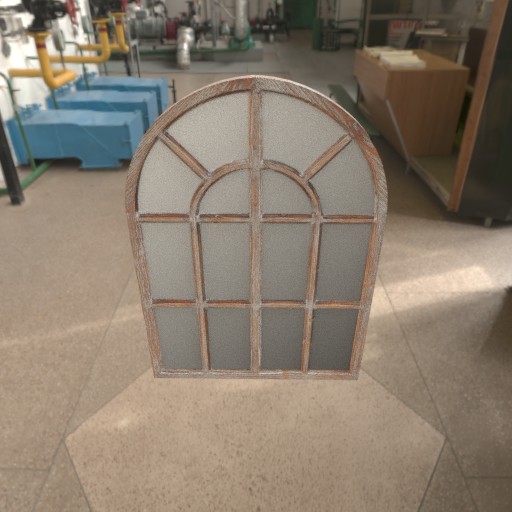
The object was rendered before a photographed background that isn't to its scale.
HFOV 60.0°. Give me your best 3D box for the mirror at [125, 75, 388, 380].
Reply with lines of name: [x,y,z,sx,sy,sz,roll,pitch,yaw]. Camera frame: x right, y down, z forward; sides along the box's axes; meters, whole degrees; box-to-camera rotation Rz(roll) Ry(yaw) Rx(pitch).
mirror: [0.000,0.000,1.204,0.660,0.920,0.032,0,32,1]
